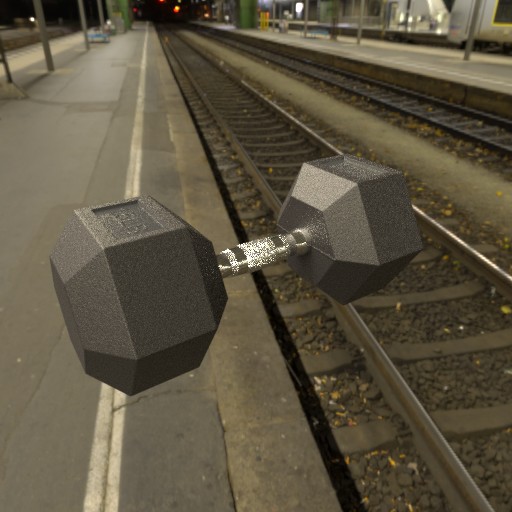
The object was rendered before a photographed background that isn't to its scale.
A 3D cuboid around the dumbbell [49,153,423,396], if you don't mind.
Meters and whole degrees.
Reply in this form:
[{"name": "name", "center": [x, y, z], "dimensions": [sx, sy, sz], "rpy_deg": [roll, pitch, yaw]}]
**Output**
[{"name": "dumbbell", "center": [0.000, 0.000, 0.332], "dimensions": [0.271, 0.106, 0.122], "rpy_deg": [-17, 33, -29]}]
